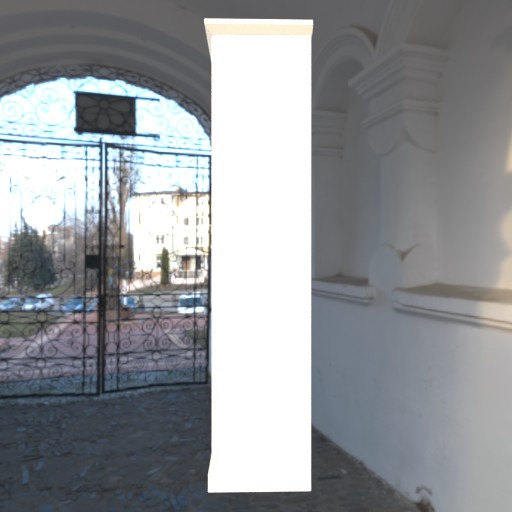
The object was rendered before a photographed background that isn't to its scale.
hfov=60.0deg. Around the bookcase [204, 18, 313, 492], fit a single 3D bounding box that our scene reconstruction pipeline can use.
[{"bbox_3d":[0.000,0.000,2.283,0.432,1.880,1.050,0,0,-1],"label":"bookcase"}]
